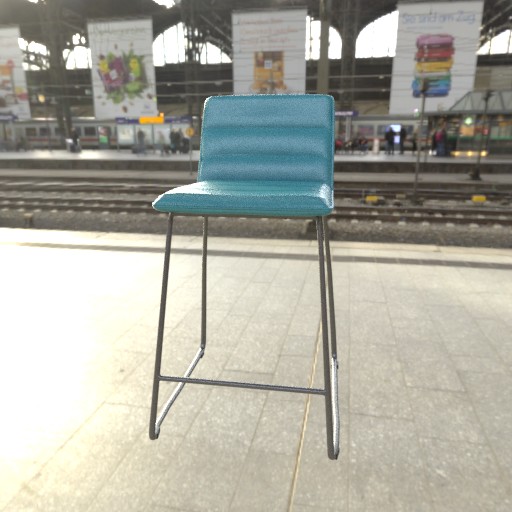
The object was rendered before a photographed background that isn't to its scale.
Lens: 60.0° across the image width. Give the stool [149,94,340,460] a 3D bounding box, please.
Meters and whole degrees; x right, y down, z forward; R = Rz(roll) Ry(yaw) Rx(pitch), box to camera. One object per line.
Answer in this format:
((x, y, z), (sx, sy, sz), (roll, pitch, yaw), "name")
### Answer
((0.000, 0.000, 1.202), (0.489, 0.866, 0.524), (2, 15, 9), "stool")
